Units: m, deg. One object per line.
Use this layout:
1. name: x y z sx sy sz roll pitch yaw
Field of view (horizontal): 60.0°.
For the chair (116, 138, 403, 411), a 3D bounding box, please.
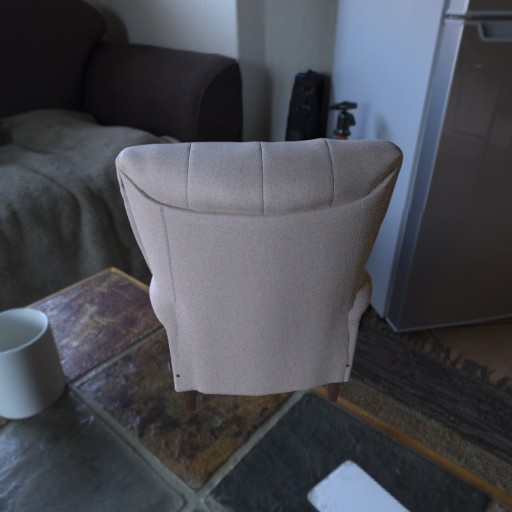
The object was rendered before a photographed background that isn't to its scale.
1. chair: 0.000 0.000 1.949 0.942 1.209 1.025 -2 32 -4
